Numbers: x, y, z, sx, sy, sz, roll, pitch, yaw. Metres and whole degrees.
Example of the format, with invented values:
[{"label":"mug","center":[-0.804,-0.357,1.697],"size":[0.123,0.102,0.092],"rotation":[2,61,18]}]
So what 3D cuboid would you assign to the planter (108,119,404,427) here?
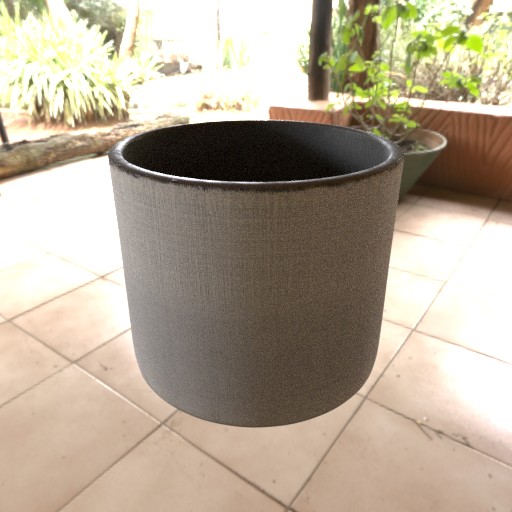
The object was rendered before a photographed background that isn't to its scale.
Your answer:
[{"label":"planter","center":[0.000,0.000,0.436],"size":[0.254,0.221,0.254],"rotation":[0,26,0]}]
